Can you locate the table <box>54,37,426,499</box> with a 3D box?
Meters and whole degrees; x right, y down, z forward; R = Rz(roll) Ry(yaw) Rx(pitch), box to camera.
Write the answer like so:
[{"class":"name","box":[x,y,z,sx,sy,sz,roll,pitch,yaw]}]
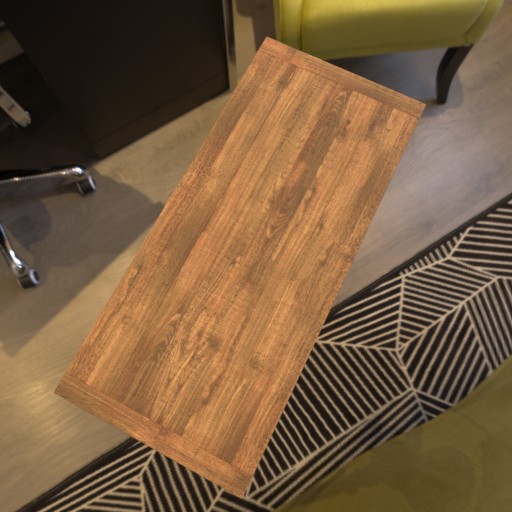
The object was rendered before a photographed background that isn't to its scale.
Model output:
[{"class":"table","box":[0.000,0.000,2.424,0.907,0.733,2.031,26,77,7]}]
